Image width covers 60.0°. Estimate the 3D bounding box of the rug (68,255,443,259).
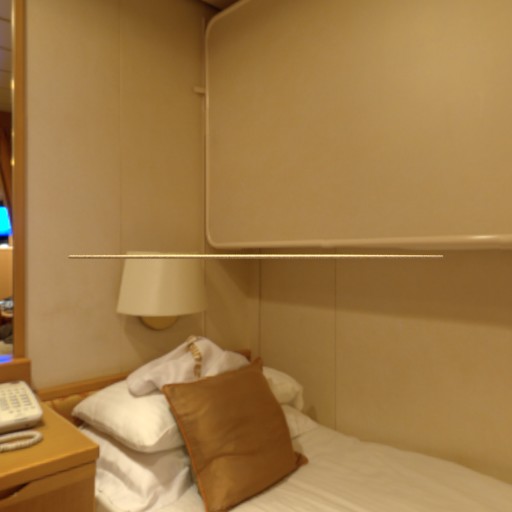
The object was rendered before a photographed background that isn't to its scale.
[{"bbox_3d":[0.000,0.000,3.002,1.531,0.014,2.441,0,0,0],"label":"rug"}]
